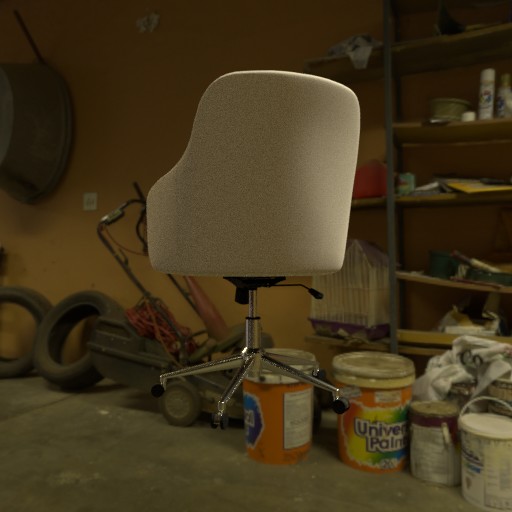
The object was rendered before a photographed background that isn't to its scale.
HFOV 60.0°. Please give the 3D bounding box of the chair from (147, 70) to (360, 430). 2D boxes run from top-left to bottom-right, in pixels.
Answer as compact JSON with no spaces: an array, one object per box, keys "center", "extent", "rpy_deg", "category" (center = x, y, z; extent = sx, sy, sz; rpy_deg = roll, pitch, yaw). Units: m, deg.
[{"center":[0.000,0.000,1.289],"extent":[0.602,0.819,0.647],"rpy_deg":[0,-1,-19],"category":"chair"}]
